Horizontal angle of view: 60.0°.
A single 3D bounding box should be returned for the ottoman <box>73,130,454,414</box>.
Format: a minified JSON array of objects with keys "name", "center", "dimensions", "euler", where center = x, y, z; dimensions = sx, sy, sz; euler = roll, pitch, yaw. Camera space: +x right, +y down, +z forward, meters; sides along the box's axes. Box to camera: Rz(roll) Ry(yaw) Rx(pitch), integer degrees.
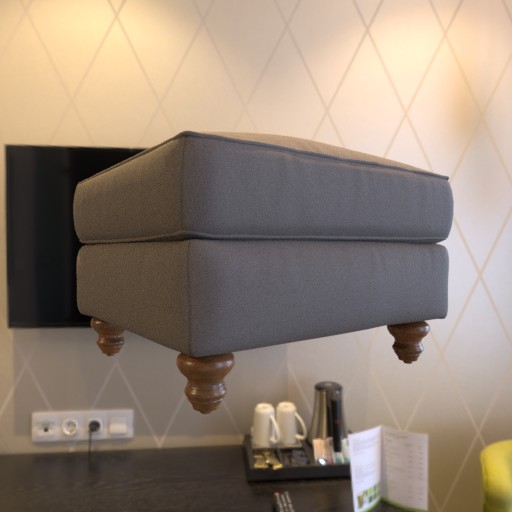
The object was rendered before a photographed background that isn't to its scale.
[{"name":"ottoman","center":[0.000,0.000,1.085],"dimensions":[0.721,0.505,0.662],"euler":[-1,1,-36]}]
